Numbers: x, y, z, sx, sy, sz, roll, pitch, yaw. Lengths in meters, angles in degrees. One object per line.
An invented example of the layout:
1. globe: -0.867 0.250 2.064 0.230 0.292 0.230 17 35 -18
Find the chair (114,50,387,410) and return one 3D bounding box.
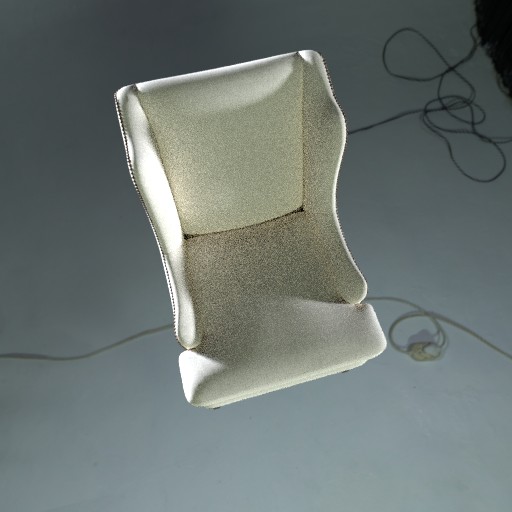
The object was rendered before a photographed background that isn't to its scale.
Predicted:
1. chair: 0.000 0.000 1.685 0.737 1.029 0.940 -14 66 -6
